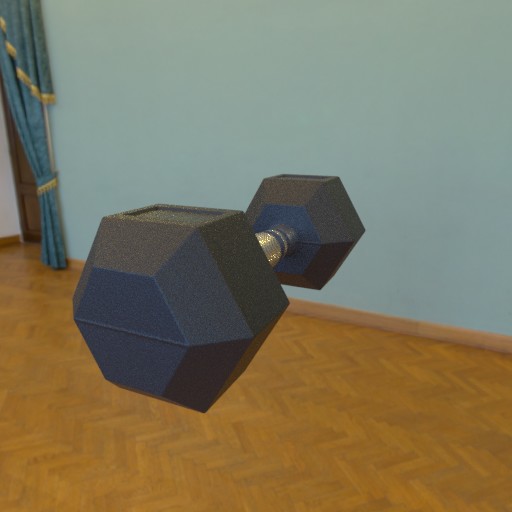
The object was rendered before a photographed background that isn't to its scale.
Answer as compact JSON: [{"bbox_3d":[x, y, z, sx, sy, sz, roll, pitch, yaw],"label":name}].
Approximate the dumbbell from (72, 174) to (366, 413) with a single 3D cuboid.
[{"bbox_3d":[0.000,0.000,0.415,0.141,0.123,0.356,7,18,24],"label":"dumbbell"}]
